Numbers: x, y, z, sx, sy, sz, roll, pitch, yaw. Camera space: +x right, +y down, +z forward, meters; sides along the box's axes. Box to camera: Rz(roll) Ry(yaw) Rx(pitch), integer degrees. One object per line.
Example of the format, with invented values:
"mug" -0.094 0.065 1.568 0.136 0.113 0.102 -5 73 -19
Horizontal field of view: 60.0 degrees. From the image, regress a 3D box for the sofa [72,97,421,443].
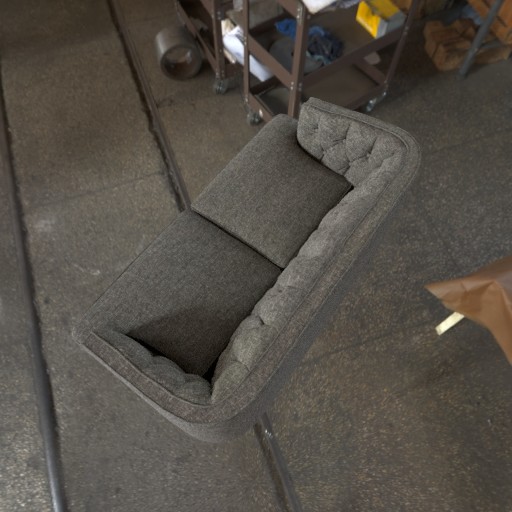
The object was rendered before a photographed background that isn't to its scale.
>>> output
"sofa" 0.000 0.000 2.270 0.941 0.855 1.733 33 68 16
